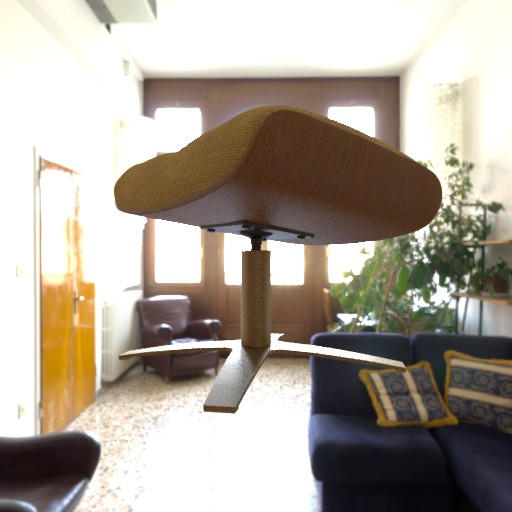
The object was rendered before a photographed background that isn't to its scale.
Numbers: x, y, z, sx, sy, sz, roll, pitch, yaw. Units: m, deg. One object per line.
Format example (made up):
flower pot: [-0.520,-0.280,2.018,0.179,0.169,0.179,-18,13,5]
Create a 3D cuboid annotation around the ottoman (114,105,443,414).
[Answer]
ottoman: [0.000,0.000,0.806,0.394,0.391,0.520,0,0,-35]
